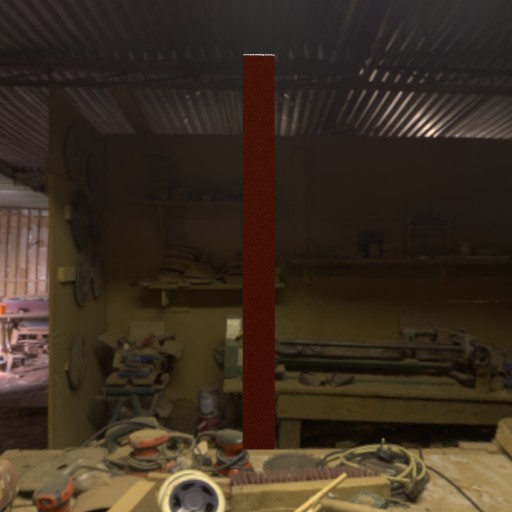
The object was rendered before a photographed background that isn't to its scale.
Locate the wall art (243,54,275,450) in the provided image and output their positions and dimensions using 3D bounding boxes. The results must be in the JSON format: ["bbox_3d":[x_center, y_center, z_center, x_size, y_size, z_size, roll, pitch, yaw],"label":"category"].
[{"bbox_3d":[0.000,0.000,0.757,0.033,0.405,0.607,0,-1,-1],"label":"wall art"}]
